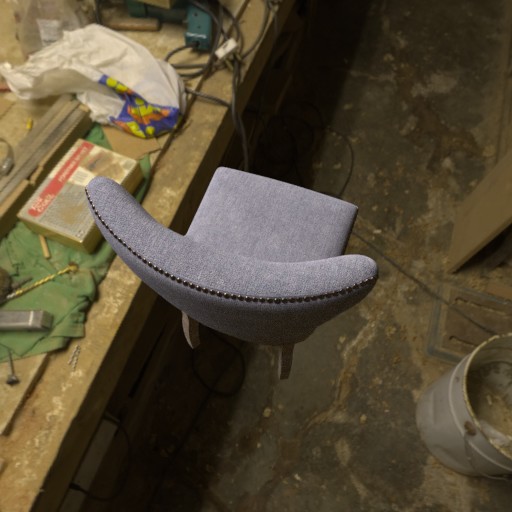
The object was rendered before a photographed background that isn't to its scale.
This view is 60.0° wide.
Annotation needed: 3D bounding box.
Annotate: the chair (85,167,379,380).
[{"bbox_3d":[0.000,0.000,1.419,0.654,1.002,0.681,18,64,9],"label":"chair"}]
